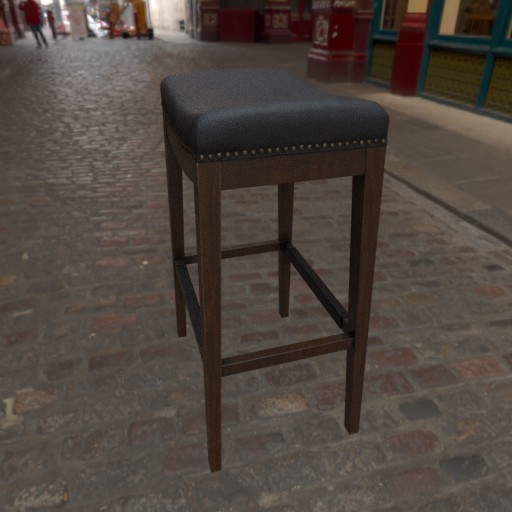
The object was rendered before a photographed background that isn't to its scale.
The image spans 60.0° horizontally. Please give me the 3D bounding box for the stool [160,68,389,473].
[{"bbox_3d":[0.000,0.000,1.035,0.361,0.765,0.500,-9,31,-15],"label":"stool"}]
